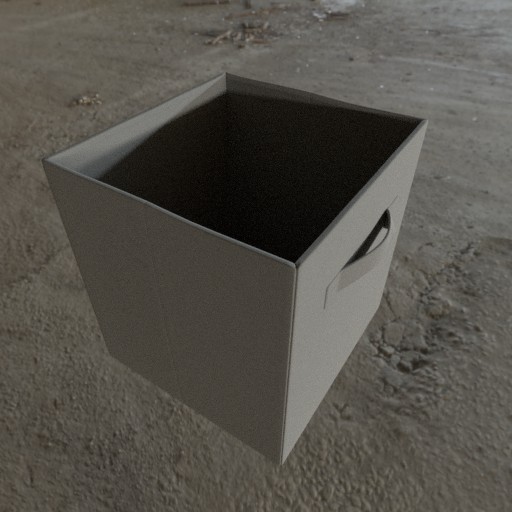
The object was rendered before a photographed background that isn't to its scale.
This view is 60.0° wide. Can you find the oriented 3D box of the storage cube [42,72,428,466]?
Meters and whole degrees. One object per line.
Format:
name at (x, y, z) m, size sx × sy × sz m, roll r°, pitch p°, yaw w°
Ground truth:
storage cube at (0.000, 0.000, 0.496) m, size 0.270 × 0.280 × 0.270 m, roll 23°, pitch 46°, yaw 25°
